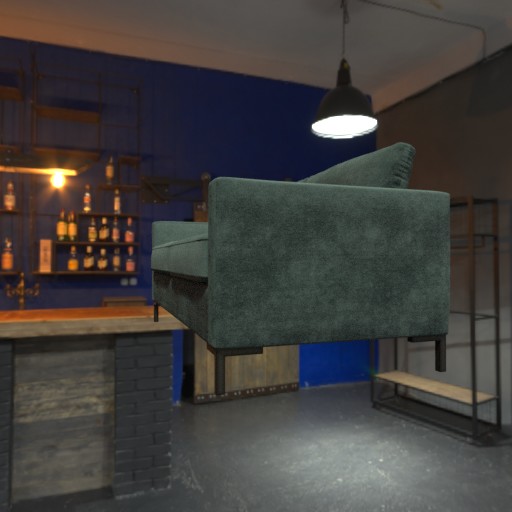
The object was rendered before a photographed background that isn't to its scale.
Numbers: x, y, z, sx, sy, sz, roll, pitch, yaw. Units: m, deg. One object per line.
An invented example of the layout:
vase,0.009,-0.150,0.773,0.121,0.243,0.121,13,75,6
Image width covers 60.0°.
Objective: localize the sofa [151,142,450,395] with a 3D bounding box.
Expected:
sofa,0.000,0.000,2.168,0.875,0.817,1.676,0,0,-19
